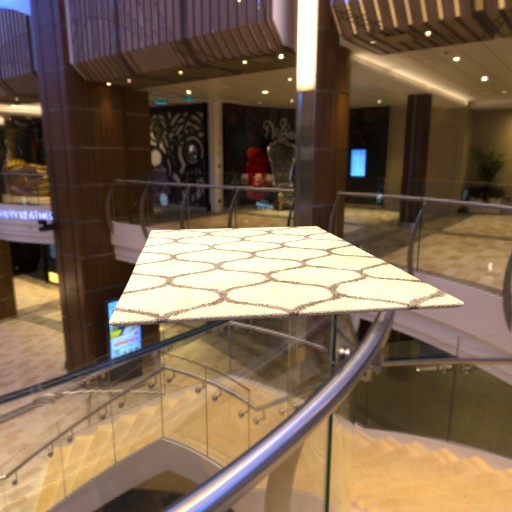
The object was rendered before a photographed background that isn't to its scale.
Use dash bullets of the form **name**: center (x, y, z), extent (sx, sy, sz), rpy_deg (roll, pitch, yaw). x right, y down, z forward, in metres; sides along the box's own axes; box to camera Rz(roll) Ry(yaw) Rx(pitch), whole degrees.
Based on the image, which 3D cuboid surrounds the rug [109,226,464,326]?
- **rug**: center (0.000, 0.000, 3.475), extent (1.801, 0.026, 2.701), rpy_deg (-2, 13, -9)
